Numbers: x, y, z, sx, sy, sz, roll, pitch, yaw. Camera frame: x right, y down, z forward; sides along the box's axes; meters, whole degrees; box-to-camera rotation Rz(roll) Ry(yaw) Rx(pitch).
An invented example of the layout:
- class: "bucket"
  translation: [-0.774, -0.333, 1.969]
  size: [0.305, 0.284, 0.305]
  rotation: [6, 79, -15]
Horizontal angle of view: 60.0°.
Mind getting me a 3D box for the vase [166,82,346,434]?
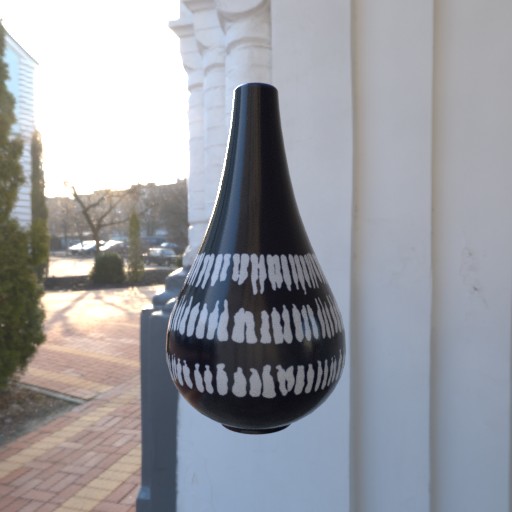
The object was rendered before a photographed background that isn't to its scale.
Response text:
- class: "vase"
  translation: [0.000, 0.000, 0.396]
  size: [0.159, 0.295, 0.159]
  rotation: [0, 2, 0]
